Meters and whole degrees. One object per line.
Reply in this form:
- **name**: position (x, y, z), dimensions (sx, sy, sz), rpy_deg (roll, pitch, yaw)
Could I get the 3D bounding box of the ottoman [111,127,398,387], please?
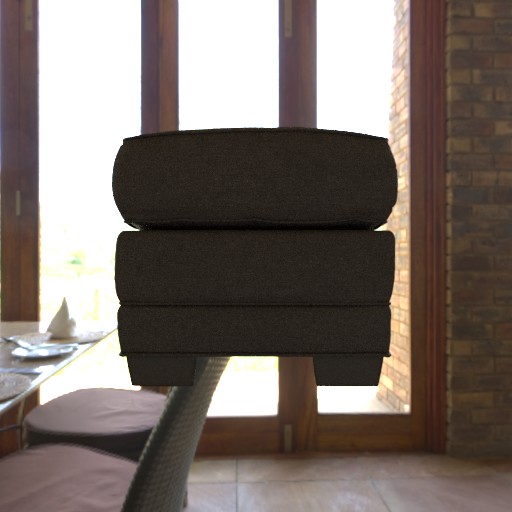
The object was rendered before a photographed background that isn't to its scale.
- **ottoman**: position (0.000, 0.000, 1.147), dimensions (0.490, 0.448, 0.864), rpy_deg (0, 0, 0)
